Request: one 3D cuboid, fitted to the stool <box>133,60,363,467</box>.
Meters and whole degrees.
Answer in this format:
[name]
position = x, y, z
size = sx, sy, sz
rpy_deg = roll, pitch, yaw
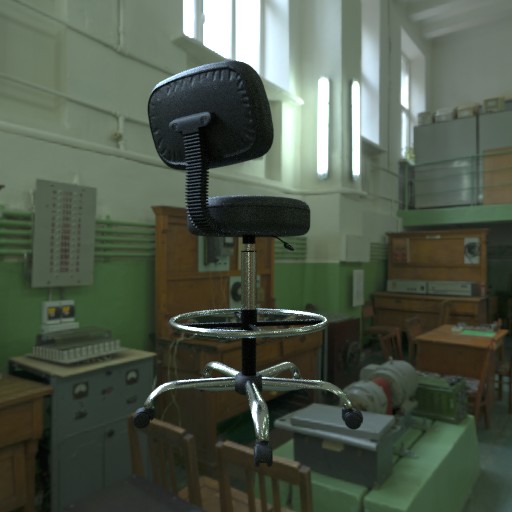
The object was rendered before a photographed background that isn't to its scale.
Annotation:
[stool]
position = 0.000, 0.000, 1.497
size = 0.694, 1.069, 0.658
rpy_deg = 0, 0, 35
